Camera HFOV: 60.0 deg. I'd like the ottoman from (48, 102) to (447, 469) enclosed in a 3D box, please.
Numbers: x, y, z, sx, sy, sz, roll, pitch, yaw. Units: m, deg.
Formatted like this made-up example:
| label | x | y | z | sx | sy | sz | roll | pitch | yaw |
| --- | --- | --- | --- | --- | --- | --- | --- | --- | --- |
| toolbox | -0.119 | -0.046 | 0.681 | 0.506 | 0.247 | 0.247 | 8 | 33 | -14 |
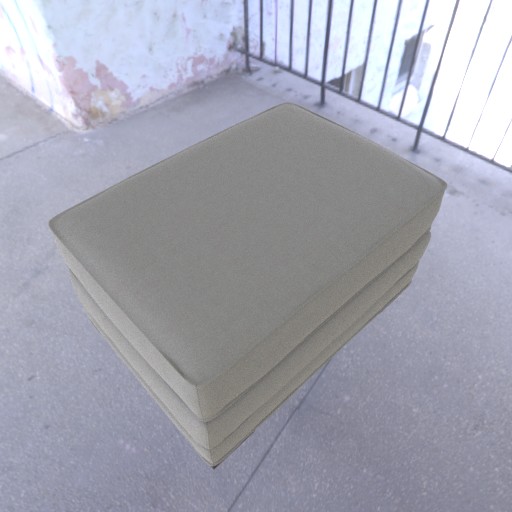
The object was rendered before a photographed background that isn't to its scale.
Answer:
| label | x | y | z | sx | sy | sz | roll | pitch | yaw |
| --- | --- | --- | --- | --- | --- | --- | --- | --- | --- |
| ottoman | 0.000 | 0.000 | 1.223 | 0.848 | 0.482 | 0.611 | -35 | 57 | -27 |
